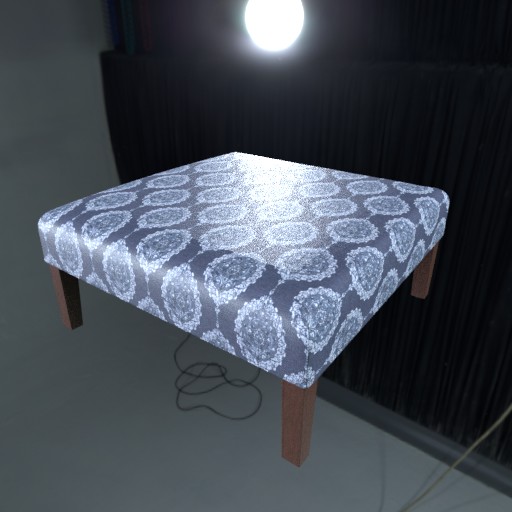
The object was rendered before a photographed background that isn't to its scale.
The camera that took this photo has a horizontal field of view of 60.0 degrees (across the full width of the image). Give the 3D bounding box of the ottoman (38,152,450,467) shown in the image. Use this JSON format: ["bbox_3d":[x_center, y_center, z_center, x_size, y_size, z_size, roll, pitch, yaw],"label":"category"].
[{"bbox_3d":[0.000,0.000,1.390,0.889,0.409,0.890,18,32,32],"label":"ottoman"}]
